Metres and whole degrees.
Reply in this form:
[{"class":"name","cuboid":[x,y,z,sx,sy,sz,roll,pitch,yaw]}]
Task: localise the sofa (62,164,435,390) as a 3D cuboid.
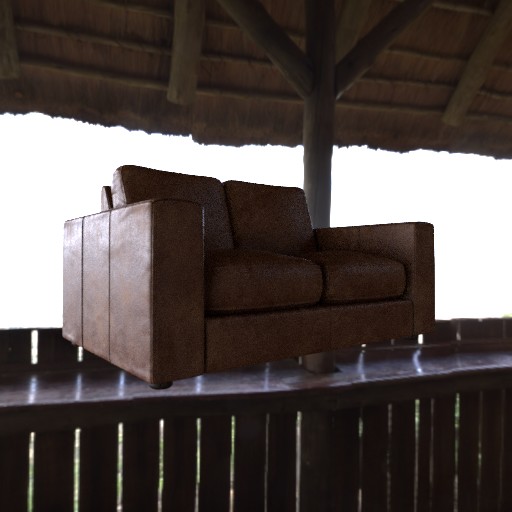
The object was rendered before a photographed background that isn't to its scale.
[{"class":"sofa","cuboid":[0.000,0.000,2.261,1.626,0.889,1.041,0,0,-38]}]
